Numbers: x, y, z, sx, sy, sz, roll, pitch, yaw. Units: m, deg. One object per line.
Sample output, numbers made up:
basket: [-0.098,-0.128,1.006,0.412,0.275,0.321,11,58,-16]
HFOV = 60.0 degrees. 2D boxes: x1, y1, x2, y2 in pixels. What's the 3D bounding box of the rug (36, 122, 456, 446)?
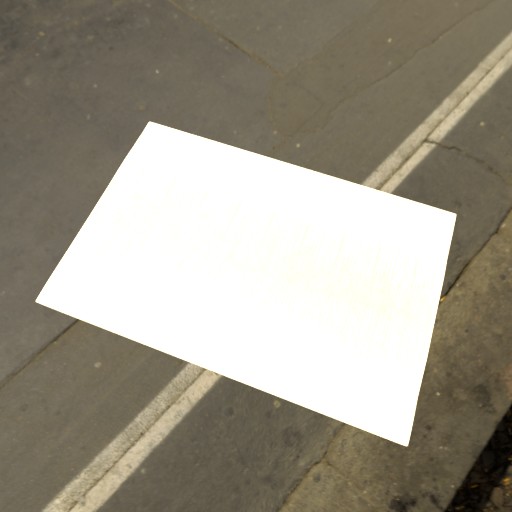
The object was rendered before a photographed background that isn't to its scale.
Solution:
rug: [0.000,0.000,2.278,1.850,0.006,1.234,19,65,9]
